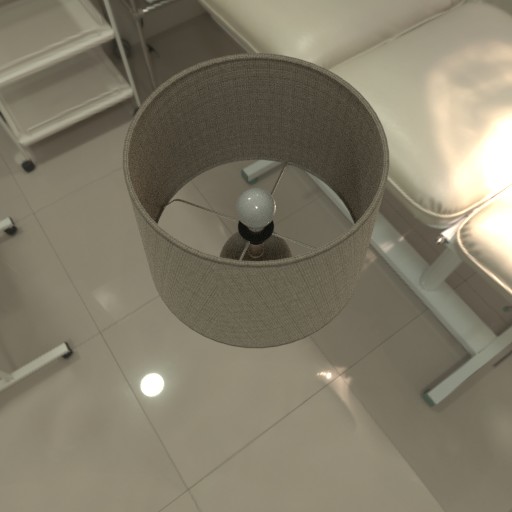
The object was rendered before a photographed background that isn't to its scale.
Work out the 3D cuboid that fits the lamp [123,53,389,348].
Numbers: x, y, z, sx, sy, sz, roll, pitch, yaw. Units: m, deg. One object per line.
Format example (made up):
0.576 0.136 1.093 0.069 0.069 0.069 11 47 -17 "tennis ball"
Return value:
0.000 0.000 0.807 0.367 0.609 0.367 0 64 0 "lamp"
